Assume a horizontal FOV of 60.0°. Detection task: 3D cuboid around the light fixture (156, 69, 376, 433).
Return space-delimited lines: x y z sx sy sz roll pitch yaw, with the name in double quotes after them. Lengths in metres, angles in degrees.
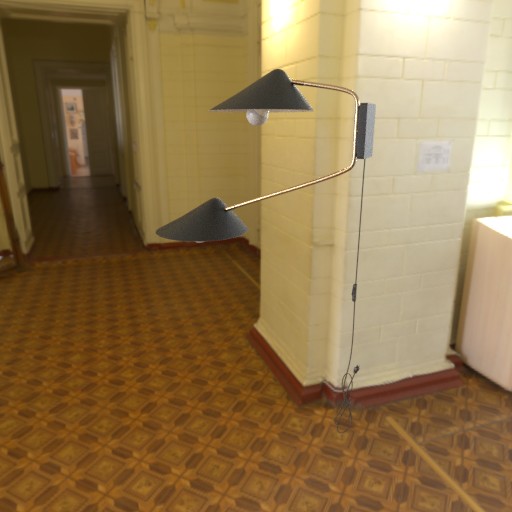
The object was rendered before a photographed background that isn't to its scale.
0.000 0.000 0.855 0.422 0.665 0.189 8 18 25 "light fixture"
